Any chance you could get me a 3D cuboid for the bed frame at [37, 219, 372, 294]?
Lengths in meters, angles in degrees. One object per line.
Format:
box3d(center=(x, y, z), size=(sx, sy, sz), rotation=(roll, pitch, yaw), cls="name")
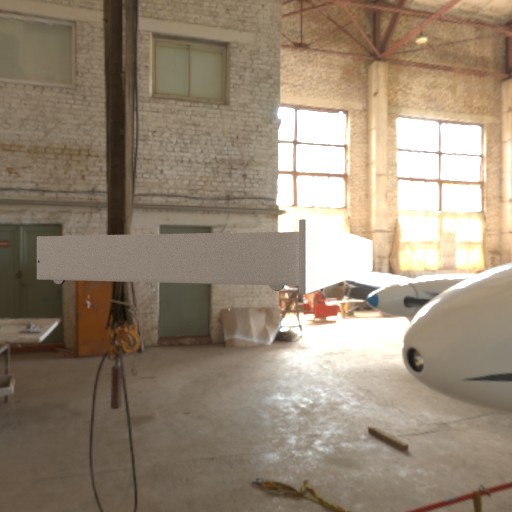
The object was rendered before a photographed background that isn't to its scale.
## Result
box3d(center=(0.000, 0.000, 1.547), size=(0.670, 0.141, 1.300), rotation=(0, 0, 20), cls="bed frame")
